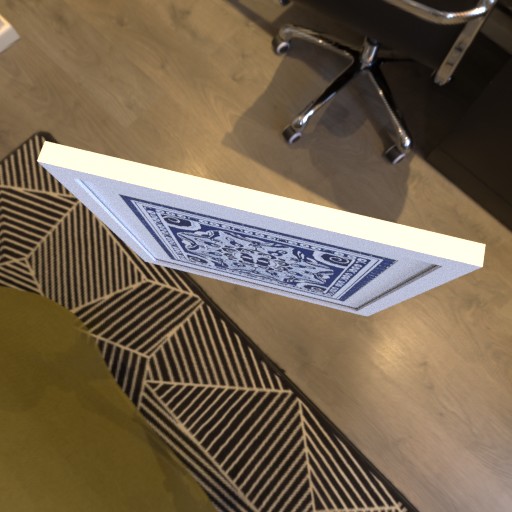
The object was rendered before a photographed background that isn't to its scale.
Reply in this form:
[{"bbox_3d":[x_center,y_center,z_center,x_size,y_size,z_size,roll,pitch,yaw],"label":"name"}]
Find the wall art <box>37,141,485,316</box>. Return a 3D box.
[{"bbox_3d":[0.000,0.000,0.814,0.559,0.559,0.028,14,77,3],"label":"wall art"}]
